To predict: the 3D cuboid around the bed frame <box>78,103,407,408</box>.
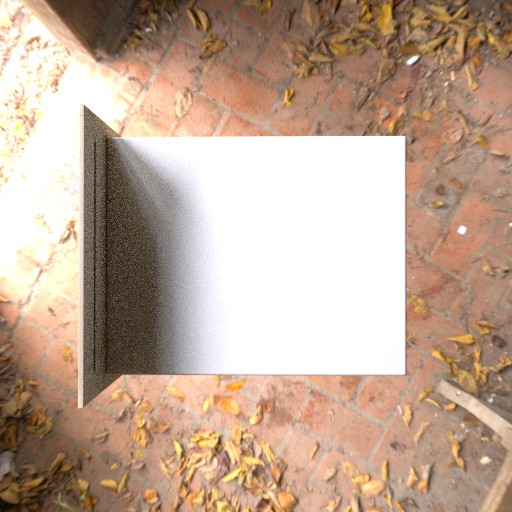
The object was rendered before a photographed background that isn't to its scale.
[{"bbox_3d":[0.000,0.000,3.048,2.080,0.900,1.800,0,90,1],"label":"bed frame"}]
